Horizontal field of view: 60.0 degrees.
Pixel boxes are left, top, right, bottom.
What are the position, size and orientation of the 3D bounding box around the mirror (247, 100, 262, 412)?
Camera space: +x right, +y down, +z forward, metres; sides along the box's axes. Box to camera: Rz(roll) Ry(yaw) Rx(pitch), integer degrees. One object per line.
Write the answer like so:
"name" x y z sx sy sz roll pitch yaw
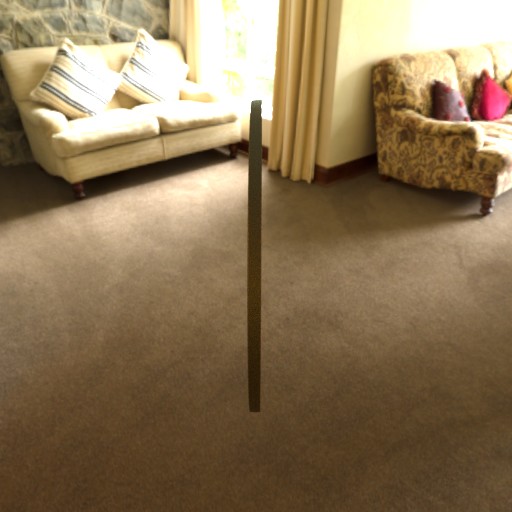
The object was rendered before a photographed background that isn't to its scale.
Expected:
"mirror" 0.000 0.000 1.621 0.036 1.077 1.077 0 31 1
